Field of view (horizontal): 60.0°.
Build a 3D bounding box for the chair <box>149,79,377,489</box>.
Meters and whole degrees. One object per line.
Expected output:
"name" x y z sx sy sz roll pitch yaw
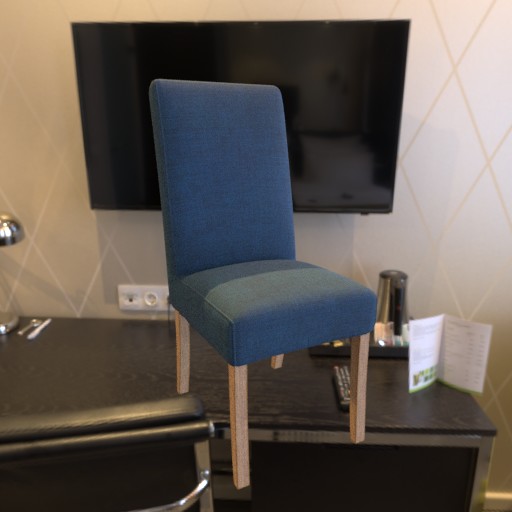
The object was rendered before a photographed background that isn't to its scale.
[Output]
"chair" 0.000 0.000 1.336 0.450 1.029 0.610 -8 17 -26
